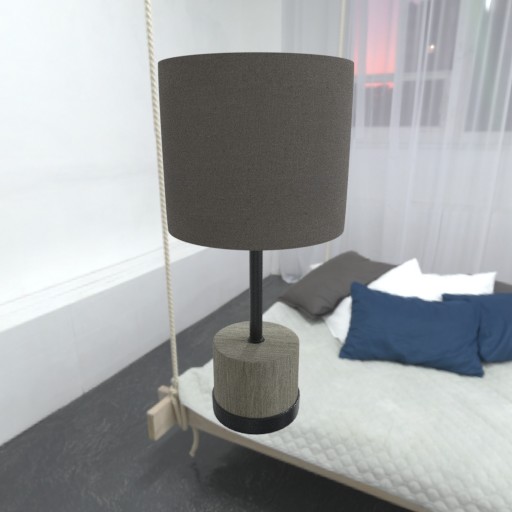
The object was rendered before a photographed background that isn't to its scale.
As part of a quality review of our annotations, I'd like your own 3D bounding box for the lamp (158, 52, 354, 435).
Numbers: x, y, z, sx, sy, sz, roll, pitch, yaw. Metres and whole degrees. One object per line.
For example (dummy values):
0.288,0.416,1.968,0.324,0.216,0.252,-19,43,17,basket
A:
0.000,0.000,0.592,0.229,0.470,0.229,3,18,8,lamp
